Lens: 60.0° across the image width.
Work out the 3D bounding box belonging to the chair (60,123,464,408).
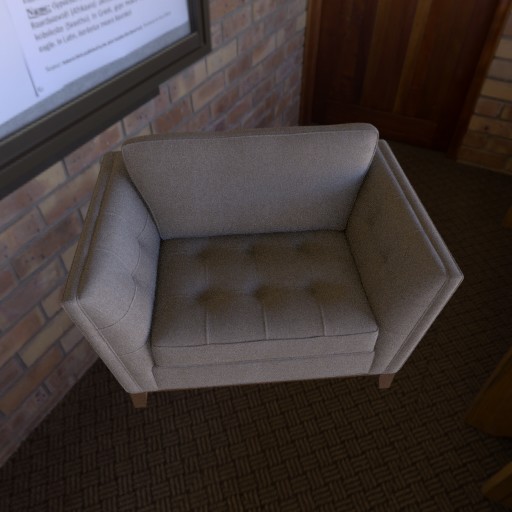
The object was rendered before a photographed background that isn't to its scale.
[{"bbox_3d":[0.000,0.000,2.067,1.396,0.942,0.965,-3,45,-3],"label":"chair"}]
